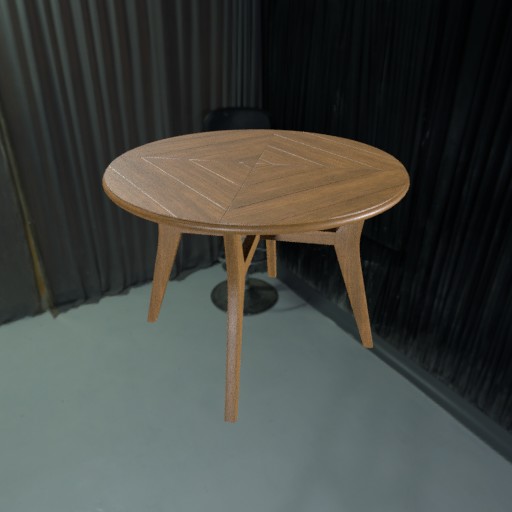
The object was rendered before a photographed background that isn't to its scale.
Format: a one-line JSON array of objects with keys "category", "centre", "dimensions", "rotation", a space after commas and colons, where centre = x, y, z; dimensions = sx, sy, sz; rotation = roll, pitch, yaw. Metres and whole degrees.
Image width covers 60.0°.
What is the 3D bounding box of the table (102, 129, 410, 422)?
[{"category": "table", "centre": [0.000, 0.000, 1.766], "dimensions": [1.055, 0.757, 1.055], "rotation": [0, 29, 0]}]
